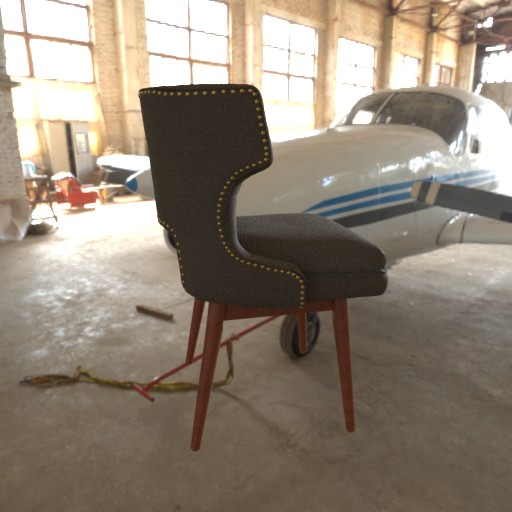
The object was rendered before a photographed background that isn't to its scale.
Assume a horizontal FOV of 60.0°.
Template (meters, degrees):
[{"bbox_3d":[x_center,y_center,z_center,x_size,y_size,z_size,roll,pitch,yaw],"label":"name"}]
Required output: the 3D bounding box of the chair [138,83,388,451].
[{"bbox_3d":[0.000,0.000,1.236,0.581,0.863,0.595,-3,15,-10],"label":"chair"}]
